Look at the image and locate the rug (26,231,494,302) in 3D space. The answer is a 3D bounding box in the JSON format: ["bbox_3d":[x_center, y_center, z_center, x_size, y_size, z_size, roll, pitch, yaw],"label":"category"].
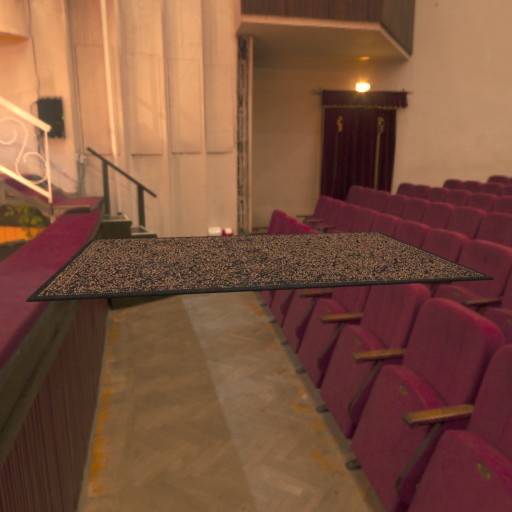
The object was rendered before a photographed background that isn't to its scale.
[{"bbox_3d":[0.000,0.000,3.008,2.441,0.015,1.526,-2,13,-9],"label":"rug"}]
